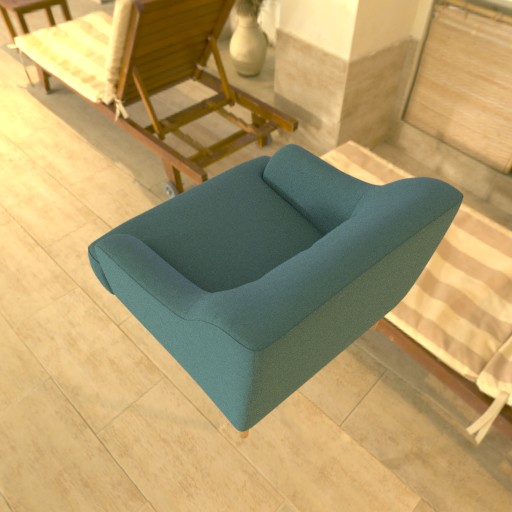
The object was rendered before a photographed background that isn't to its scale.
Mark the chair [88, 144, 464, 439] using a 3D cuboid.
[{"bbox_3d":[0.000,0.000,1.626,0.946,0.818,0.951,-32,56,-25],"label":"chair"}]
